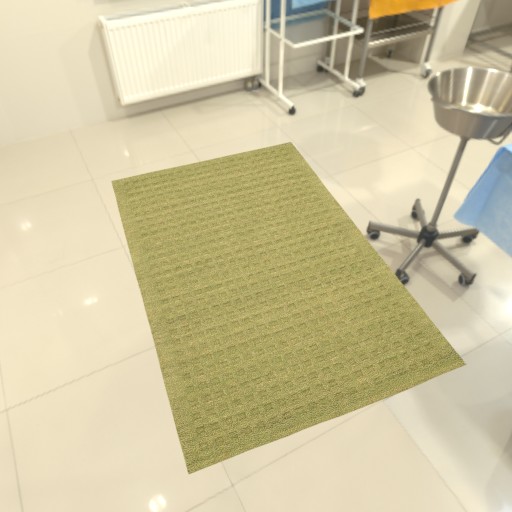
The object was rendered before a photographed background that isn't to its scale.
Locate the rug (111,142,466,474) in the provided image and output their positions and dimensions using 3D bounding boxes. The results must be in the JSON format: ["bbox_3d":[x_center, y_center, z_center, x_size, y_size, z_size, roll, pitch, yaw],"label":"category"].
[{"bbox_3d":[0.000,0.000,2.898,1.529,0.007,2.297,-16,49,-14],"label":"rug"}]
